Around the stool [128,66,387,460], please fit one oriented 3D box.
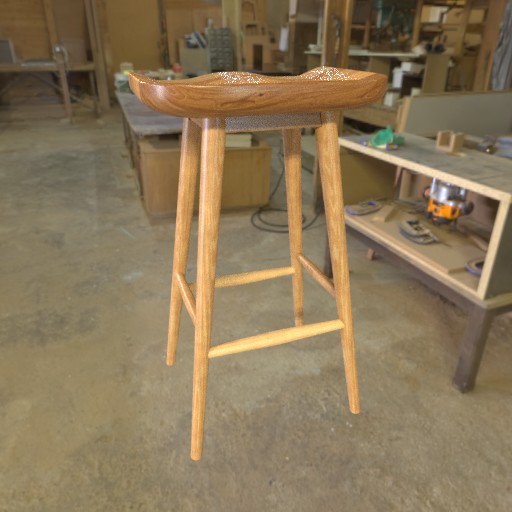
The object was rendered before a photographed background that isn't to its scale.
[{"bbox_3d":[0.000,0.000,0.915,0.407,0.698,0.322,-9,28,-17],"label":"stool"}]
